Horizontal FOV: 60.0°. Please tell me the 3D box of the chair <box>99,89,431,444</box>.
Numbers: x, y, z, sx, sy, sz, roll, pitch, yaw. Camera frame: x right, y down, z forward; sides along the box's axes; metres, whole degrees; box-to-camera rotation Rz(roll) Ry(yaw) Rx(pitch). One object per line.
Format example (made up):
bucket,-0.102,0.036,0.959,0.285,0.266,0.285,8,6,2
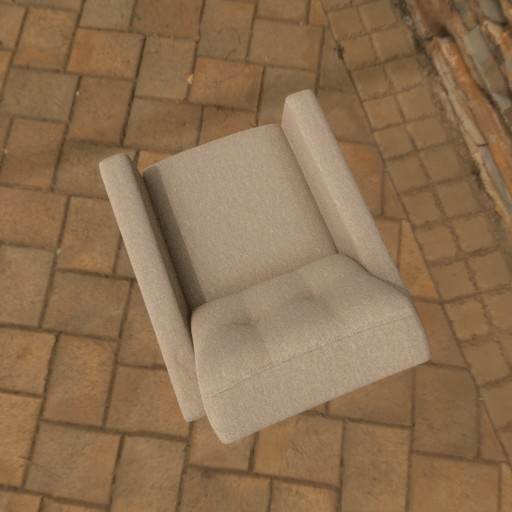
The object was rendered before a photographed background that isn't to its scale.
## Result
chair,0.000,0.000,1.768,0.897,0.965,1.128,-21,76,-5
